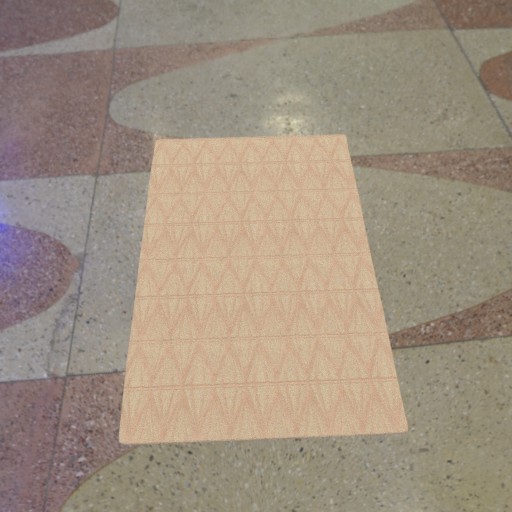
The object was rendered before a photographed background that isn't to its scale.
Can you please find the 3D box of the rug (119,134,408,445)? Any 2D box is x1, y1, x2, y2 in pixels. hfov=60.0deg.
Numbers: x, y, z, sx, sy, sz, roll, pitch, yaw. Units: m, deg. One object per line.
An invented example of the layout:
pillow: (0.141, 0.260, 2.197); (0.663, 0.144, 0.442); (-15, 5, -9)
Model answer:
rug: (0.000, 0.000, 3.067); (1.609, 0.015, 2.390); (-2, 57, -1)
